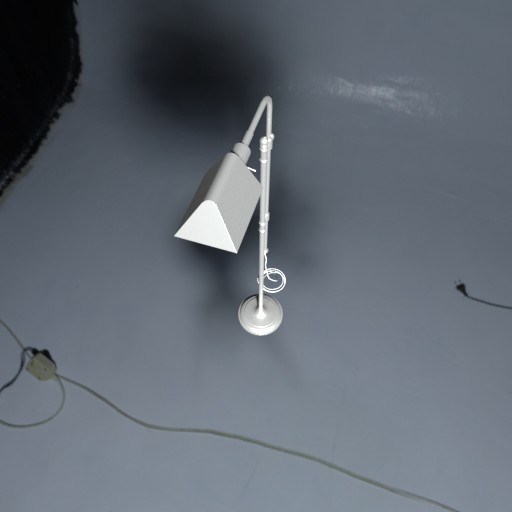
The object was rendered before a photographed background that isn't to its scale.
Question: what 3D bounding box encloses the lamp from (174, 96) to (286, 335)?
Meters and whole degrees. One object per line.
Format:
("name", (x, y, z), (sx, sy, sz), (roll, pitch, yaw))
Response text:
("lamp", (0.000, 0.000, 1.860), (0.256, 1.571, 0.813), (15, 60, 9))
